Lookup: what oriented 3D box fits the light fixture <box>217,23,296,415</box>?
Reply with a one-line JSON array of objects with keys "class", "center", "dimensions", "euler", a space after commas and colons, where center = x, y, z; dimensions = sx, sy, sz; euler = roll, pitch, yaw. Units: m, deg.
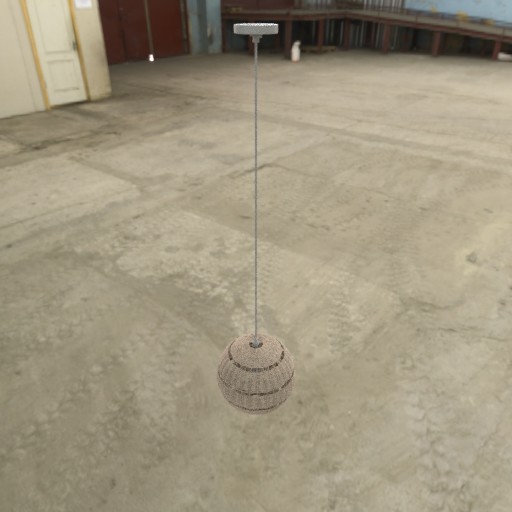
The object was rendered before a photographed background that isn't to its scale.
[{"class": "light fixture", "center": [0.000, 0.000, 2.179], "dimensions": [0.457, 2.019, 0.457], "euler": [-11, 32, -18]}]
